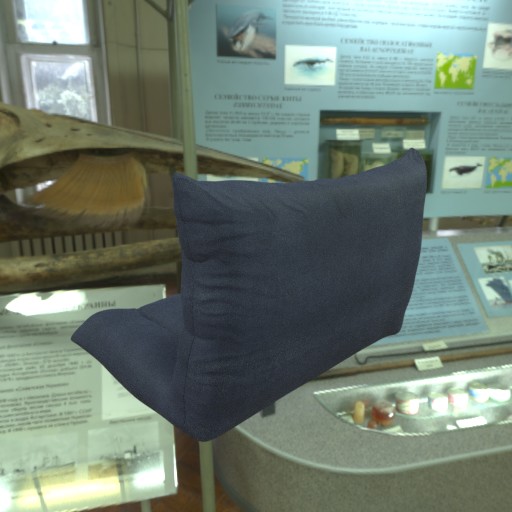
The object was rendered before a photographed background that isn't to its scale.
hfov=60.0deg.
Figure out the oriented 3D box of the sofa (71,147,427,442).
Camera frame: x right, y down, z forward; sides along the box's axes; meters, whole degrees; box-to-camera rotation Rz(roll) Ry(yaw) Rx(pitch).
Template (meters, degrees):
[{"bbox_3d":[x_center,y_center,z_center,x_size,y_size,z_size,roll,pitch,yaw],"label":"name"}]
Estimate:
[{"bbox_3d":[0.000,0.000,1.658,1.122,0.778,0.849,-15,21,-42],"label":"sofa"}]
